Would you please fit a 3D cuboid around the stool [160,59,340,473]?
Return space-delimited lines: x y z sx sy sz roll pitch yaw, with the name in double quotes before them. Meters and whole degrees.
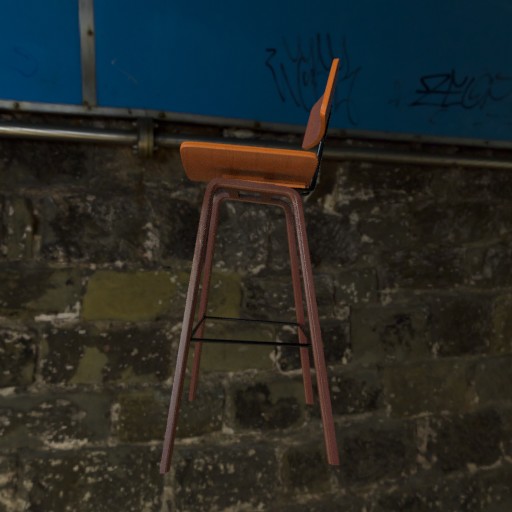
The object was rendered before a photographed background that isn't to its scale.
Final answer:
"stool" 0.000 0.000 1.245 0.440 0.969 0.509 0 1 -1
